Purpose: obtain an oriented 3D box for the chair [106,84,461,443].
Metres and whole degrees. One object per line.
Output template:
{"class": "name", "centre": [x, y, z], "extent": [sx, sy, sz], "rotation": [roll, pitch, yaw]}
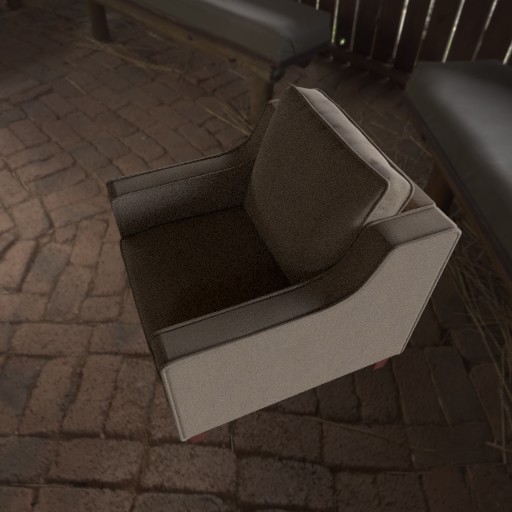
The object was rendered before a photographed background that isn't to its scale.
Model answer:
{"class": "chair", "centre": [0.000, 0.000, 1.619], "extent": [0.909, 0.960, 0.831], "rotation": [-17, 50, -15]}
